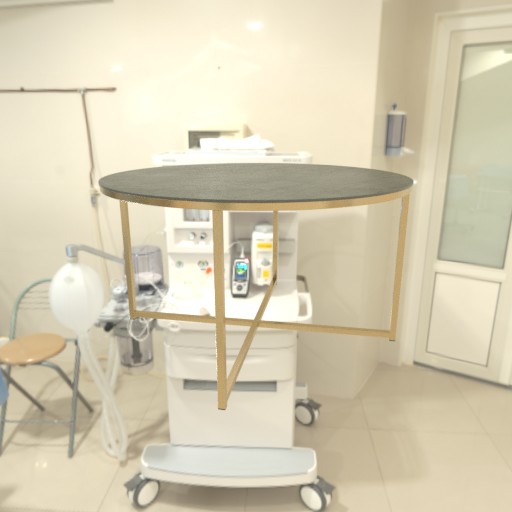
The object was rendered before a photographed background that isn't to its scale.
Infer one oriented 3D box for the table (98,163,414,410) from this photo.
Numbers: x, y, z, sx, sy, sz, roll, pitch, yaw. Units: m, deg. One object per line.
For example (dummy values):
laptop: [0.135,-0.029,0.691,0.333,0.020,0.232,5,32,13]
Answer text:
table: [0.000,0.000,1.253,0.800,0.450,0.800,0,17,0]
